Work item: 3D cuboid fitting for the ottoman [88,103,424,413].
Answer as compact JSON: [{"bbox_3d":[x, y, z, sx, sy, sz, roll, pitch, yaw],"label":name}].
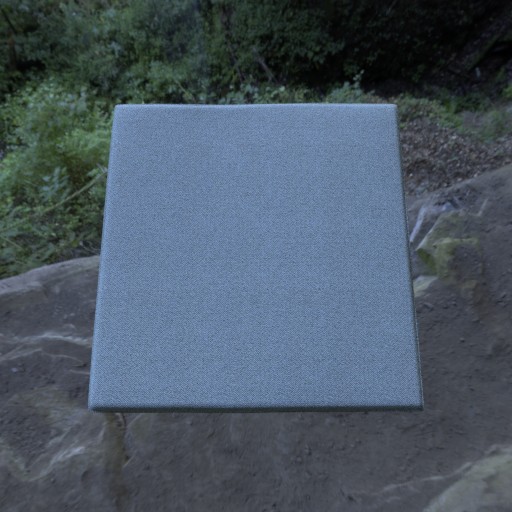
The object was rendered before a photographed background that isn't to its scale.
[{"bbox_3d":[0.000,0.000,1.531,0.968,0.379,1.004,0,76,0],"label":"ottoman"}]
